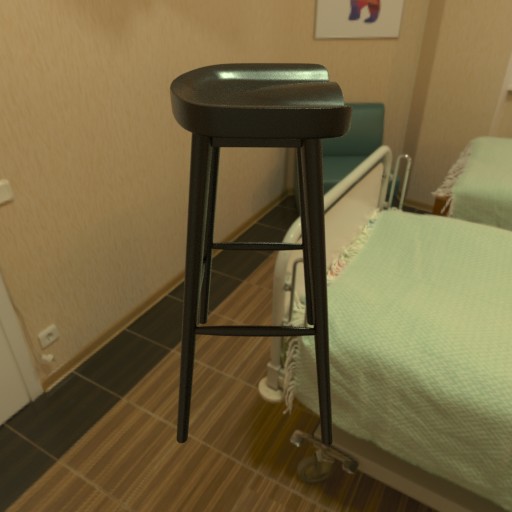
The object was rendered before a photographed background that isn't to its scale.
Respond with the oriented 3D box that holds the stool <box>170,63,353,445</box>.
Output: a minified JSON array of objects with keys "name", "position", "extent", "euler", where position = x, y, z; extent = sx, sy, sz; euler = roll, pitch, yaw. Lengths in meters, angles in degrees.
[{"name":"stool","position":[0.000,0.000,1.001],"extent":[0.361,0.749,0.440],"euler":[1,32,1]}]
